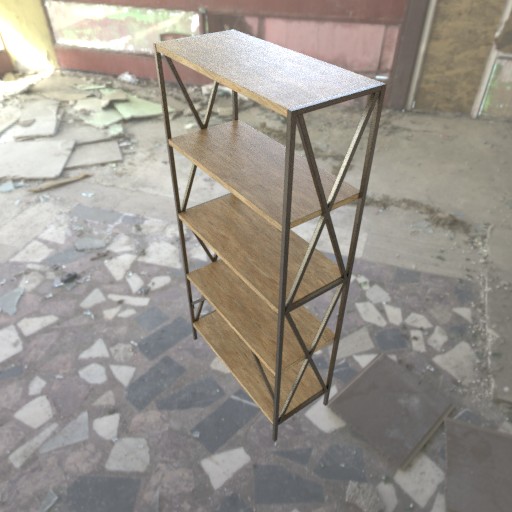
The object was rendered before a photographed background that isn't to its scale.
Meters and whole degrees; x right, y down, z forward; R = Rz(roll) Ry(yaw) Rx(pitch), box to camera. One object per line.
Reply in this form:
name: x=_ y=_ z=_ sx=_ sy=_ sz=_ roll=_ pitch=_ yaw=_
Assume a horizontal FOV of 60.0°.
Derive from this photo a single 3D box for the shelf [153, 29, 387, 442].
shelf: x=0.000 y=0.000 z=2.156 sx=0.386 sy=1.803 sz=0.874 roll=-25 pitch=45 yaw=-27
